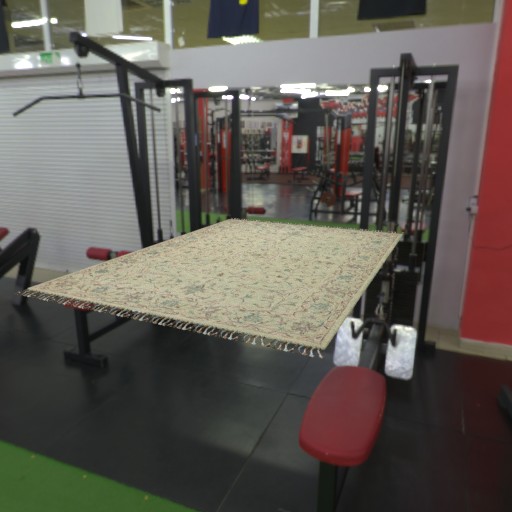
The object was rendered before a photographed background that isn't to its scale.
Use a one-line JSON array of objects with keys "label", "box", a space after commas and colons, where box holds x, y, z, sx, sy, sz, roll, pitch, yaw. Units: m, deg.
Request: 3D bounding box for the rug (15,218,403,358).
[{"label": "rug", "box": [0.000, 0.000, 2.248, 1.247, 0.008, 1.802, 7, 17, 24]}]
